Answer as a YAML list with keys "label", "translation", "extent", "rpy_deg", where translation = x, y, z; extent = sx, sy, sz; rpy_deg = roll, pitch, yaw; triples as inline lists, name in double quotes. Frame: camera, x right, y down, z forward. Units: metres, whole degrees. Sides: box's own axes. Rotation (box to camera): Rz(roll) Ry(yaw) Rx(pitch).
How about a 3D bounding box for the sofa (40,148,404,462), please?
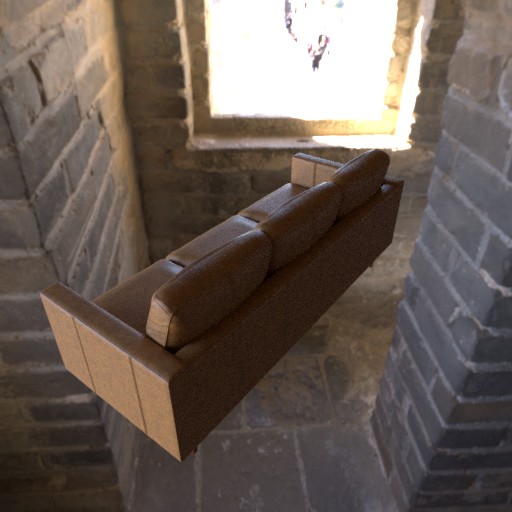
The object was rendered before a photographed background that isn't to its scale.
- label: "sofa"
  translation: [0.000, 0.000, 2.698]
  extent: [0.903, 0.930, 2.231]
  rpy_deg: [23, 40, 30]
